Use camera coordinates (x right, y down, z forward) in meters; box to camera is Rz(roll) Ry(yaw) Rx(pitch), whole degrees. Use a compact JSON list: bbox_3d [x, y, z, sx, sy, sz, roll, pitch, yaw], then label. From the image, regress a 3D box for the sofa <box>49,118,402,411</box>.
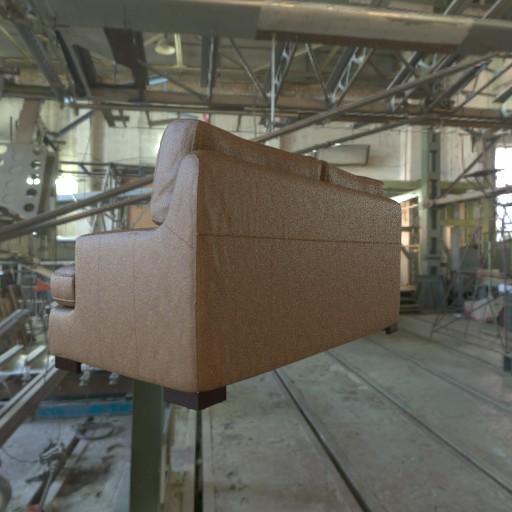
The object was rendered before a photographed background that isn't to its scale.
[{"bbox_3d":[0.000,0.000,2.388,0.962,0.980,1.855,0,1,37],"label":"sofa"}]
